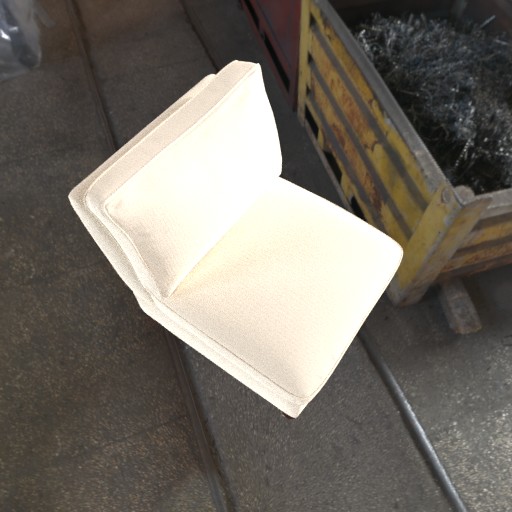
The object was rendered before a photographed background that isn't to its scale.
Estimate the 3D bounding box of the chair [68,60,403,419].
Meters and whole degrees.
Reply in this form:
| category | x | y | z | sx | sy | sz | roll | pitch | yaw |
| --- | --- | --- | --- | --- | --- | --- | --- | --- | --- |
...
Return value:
| category | x | y | z | sx | sy | sz | roll | pitch | yaw |
| --- | --- | --- | --- | --- | --- | --- | --- | --- | --- |
| chair | 0.000 | 0.000 | 1.419 | 0.781 | 0.887 | 0.630 | 32 | 64 | 17 |
